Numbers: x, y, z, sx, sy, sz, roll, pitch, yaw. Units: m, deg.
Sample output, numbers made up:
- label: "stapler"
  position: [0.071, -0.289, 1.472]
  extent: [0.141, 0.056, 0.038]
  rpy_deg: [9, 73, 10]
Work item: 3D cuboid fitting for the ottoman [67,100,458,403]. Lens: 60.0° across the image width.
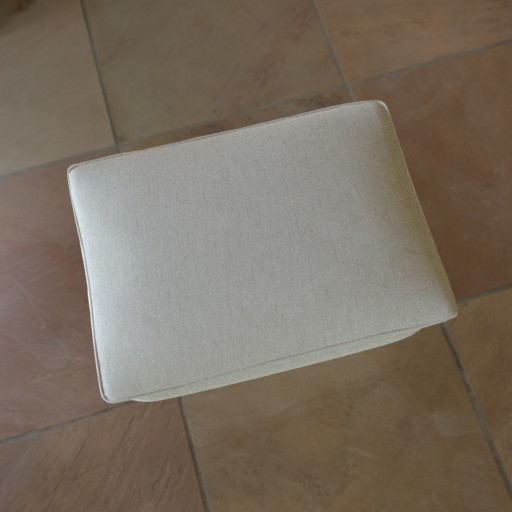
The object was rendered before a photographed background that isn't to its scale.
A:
- label: "ottoman"
  position: [0.000, 0.000, 0.966]
  extent: [0.665, 0.406, 0.501]
  rpy_deg: [-13, 76, -3]
